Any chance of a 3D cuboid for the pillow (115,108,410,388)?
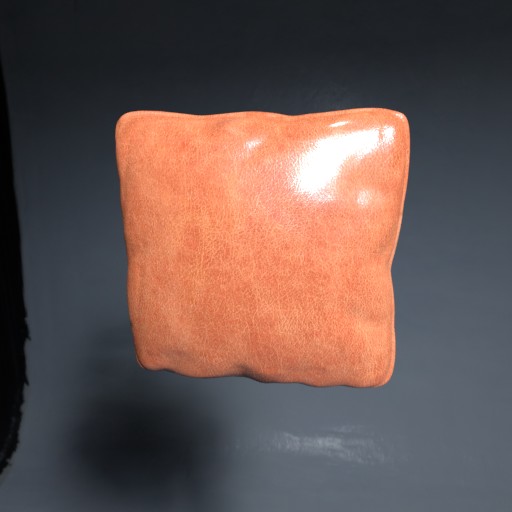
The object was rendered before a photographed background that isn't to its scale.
[{"bbox_3d":[0.000,0.000,0.830,0.532,0.523,0.236,2,15,9],"label":"pillow"}]
